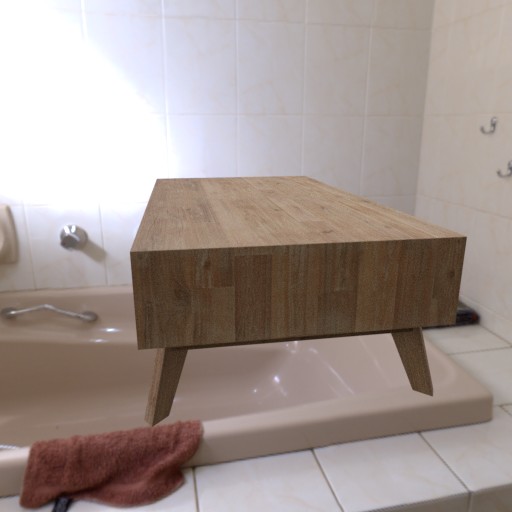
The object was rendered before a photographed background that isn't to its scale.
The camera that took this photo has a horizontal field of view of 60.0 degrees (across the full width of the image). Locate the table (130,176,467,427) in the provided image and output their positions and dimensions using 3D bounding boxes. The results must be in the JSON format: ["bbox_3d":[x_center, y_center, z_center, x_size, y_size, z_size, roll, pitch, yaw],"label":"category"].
[{"bbox_3d":[0.000,0.000,1.992,0.918,0.531,1.619,-3,16,-9],"label":"table"}]
